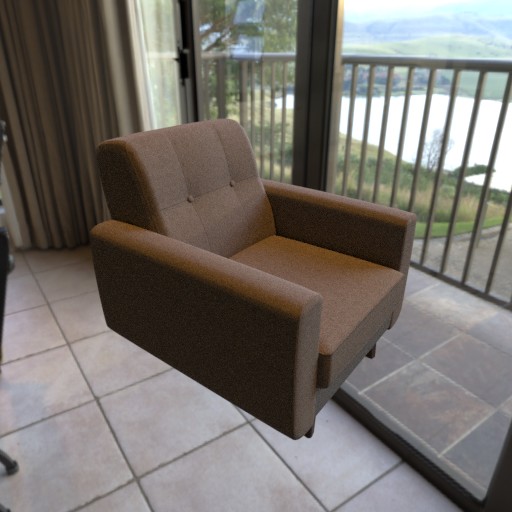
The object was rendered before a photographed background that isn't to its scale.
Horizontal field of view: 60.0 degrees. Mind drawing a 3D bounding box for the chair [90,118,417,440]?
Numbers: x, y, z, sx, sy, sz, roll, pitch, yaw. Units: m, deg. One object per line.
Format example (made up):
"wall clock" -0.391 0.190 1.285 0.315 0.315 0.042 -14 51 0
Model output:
"chair" 0.000 0.000 1.595 0.907 0.839 0.831 18 31 33
